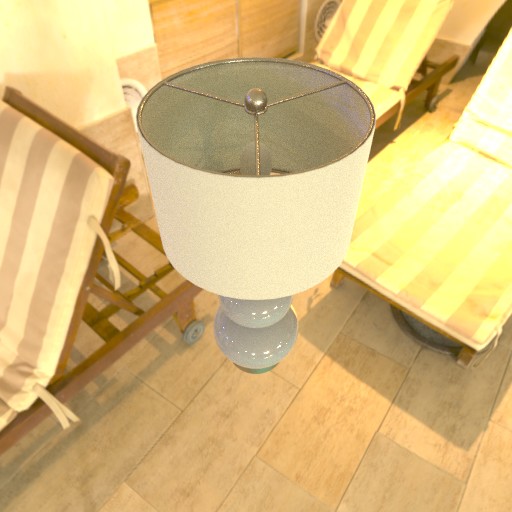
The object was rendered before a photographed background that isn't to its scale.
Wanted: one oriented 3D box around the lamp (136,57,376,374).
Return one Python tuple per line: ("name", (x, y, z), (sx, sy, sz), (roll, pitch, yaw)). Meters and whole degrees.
("lamp", (0.000, 0.000, 0.933), (0.367, 0.730, 0.367), (32, 54, 27))
